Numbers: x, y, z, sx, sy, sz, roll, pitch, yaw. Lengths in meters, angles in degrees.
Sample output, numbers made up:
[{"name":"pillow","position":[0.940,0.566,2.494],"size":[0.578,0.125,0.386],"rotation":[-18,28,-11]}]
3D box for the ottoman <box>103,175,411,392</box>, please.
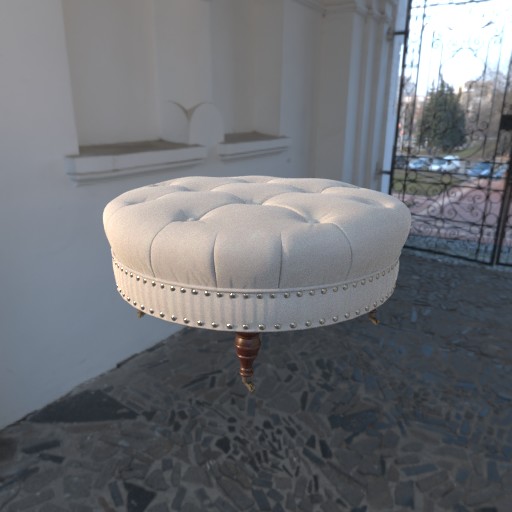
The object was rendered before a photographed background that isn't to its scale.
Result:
[{"name":"ottoman","position":[0.000,0.000,1.386],"size":[0.901,0.439,0.901],"rotation":[0,18,0]}]
